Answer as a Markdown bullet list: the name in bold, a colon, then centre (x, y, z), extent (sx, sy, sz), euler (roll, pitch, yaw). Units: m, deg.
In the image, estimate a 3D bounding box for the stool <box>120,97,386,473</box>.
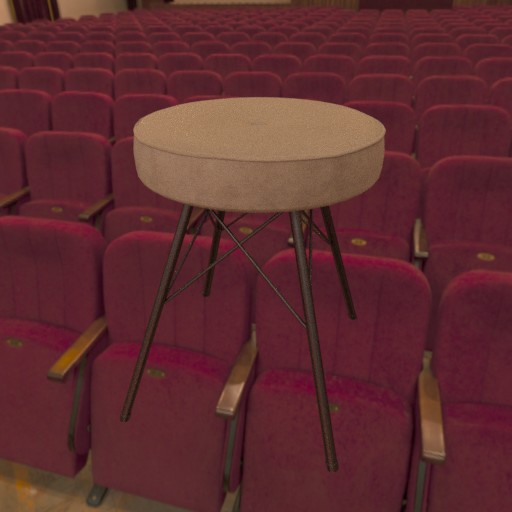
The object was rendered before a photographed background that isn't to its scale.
- **stool**: centre (0.000, 0.000, 0.858), extent (0.423, 0.538, 0.457), euler (8, 30, 13)
